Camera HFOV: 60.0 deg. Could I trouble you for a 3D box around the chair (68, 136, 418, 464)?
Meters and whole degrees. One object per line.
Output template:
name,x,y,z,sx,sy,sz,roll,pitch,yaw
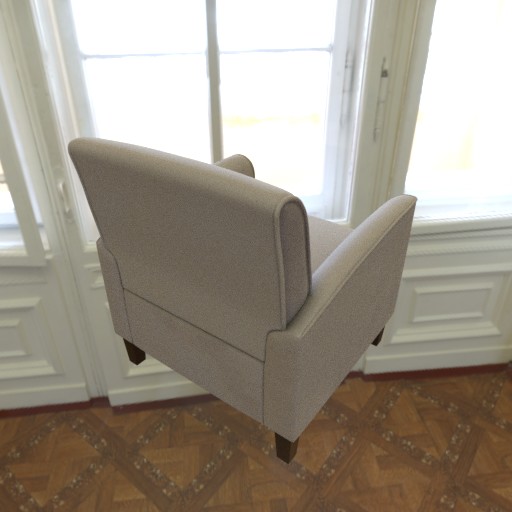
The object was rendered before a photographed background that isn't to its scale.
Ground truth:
chair,0.000,0.000,1.558,0.820,0.915,0.821,21,37,31
